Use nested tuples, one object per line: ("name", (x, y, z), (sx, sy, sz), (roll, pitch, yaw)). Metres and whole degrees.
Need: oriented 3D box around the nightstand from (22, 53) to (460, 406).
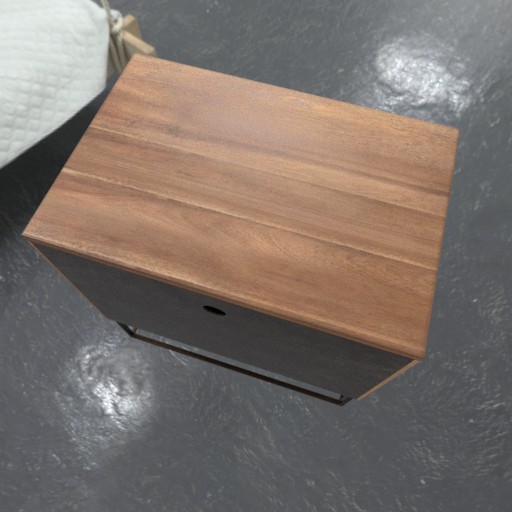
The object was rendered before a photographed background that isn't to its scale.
("nightstand", (0.000, 0.000, 0.988), (0.605, 0.611, 0.427), (16, 66, 8))
